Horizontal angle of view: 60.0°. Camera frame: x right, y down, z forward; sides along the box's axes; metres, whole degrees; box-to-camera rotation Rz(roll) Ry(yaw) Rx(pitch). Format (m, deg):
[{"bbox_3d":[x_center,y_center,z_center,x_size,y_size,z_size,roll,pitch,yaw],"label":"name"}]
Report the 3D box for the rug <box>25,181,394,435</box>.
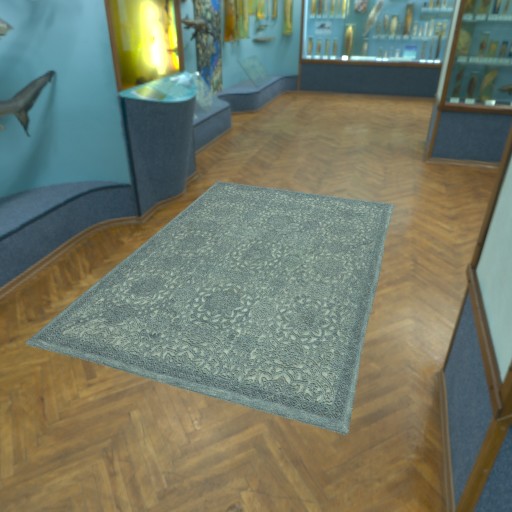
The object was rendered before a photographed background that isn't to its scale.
[{"bbox_3d":[0.000,0.000,2.247,1.224,0.016,1.830,10,32,17],"label":"rug"}]
